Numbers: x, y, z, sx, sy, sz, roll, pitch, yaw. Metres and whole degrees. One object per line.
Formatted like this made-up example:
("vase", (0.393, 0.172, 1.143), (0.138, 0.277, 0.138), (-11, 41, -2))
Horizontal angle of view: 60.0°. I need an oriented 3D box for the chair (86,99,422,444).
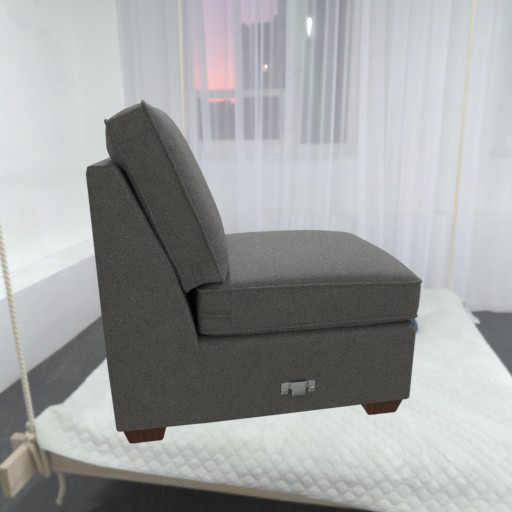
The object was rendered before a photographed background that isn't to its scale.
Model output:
("chair", (0.000, 0.000, 1.509), (0.938, 0.970, 0.621), (-3, 16, -10))
